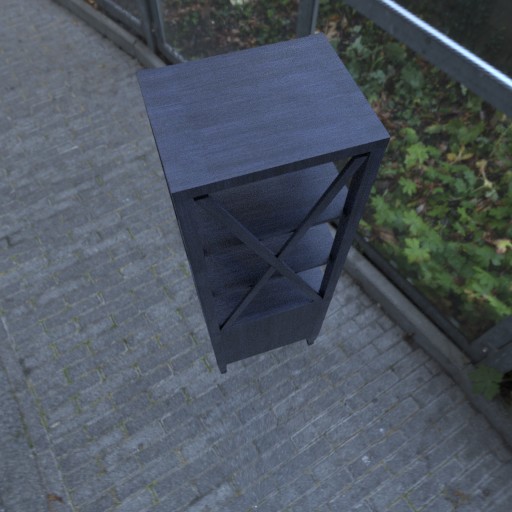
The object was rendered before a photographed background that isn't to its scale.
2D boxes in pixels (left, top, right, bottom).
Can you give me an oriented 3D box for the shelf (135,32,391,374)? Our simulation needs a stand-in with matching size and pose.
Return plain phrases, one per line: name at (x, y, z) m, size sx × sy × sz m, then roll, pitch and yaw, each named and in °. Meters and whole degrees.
shelf at (0.000, 0.000, 1.971) m, size 0.584 × 1.727 × 0.472 m, roll -16°, pitch 62°, yaw -9°
